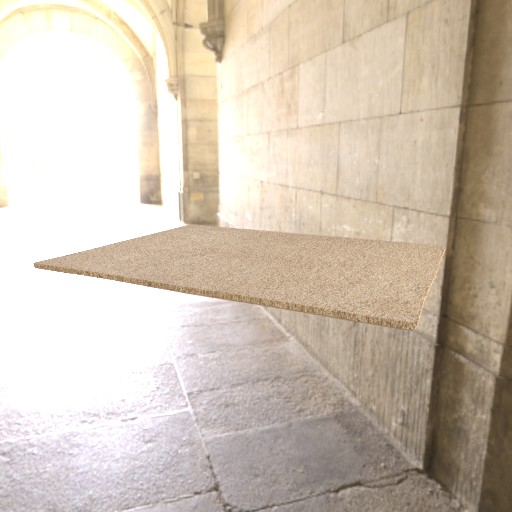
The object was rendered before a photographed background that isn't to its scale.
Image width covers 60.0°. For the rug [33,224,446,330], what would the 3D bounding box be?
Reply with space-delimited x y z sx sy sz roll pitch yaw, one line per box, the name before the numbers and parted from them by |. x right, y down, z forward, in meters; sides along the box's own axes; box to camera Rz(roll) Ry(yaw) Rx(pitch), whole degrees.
rug | 0.000 0.000 2.113 1.600 0.025 1.199 6 15 26
